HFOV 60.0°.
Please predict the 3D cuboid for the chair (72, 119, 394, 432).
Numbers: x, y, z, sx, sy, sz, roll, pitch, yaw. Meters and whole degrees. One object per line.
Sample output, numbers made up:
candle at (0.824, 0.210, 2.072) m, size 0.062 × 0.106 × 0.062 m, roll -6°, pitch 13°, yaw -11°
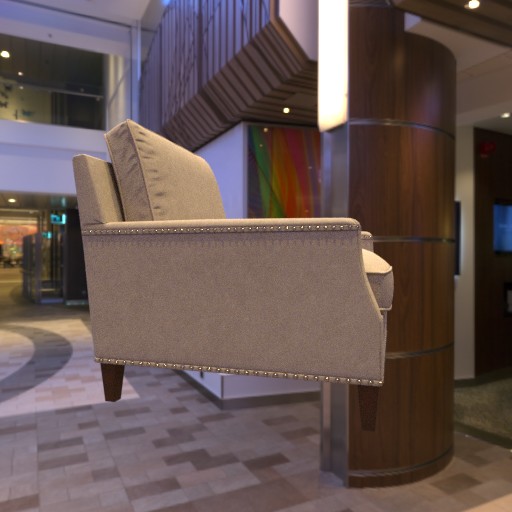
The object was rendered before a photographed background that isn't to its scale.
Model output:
chair at (0.000, 0.000, 1.707) m, size 1.014 × 0.943 × 0.853 m, roll 0°, pitch 0°, yaw 17°
